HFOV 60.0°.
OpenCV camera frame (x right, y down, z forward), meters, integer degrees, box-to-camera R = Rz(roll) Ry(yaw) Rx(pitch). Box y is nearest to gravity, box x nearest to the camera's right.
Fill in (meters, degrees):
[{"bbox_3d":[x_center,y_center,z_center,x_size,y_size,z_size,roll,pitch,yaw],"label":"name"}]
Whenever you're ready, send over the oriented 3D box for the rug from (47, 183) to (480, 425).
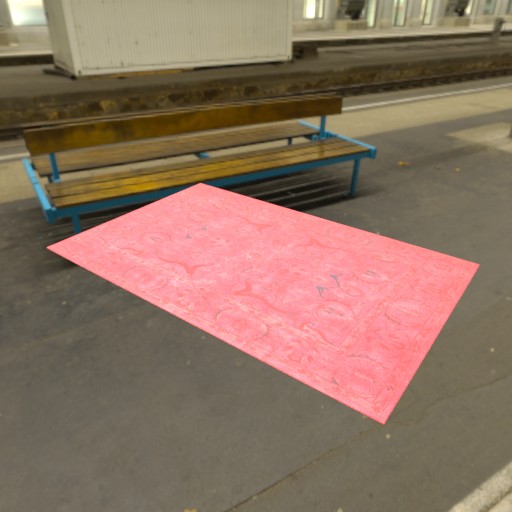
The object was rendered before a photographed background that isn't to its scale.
[{"bbox_3d":[0.000,0.000,2.924,2.423,0.010,1.534,21,36,31],"label":"rug"}]
